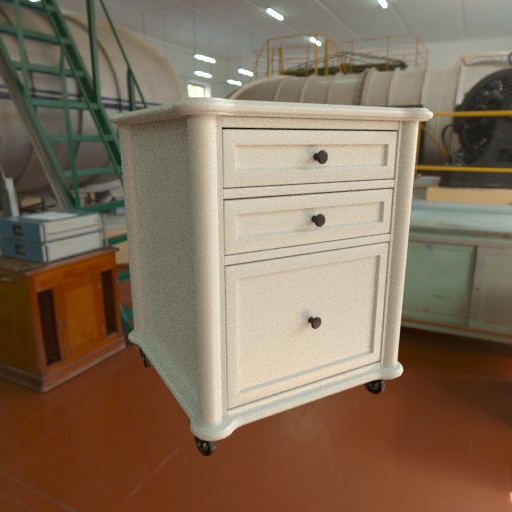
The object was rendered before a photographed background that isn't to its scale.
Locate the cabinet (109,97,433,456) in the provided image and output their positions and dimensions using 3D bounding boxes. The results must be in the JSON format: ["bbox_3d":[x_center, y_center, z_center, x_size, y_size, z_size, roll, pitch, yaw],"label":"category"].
[{"bbox_3d":[0.000,0.000,1.228,0.628,0.761,0.627,-8,17,-28],"label":"cabinet"}]
